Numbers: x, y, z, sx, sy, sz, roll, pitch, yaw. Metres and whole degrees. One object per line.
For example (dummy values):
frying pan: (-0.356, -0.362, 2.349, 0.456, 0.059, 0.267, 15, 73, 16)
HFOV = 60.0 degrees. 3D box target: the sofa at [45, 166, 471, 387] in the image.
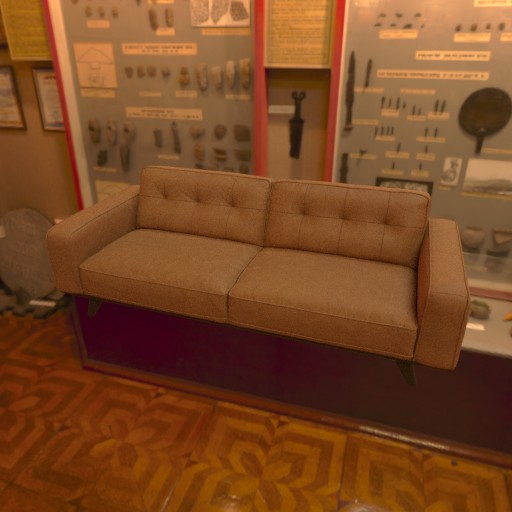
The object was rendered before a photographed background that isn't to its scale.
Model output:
sofa: (0.000, 0.000, 2.665, 2.270, 0.780, 0.953, 9, 28, 17)
